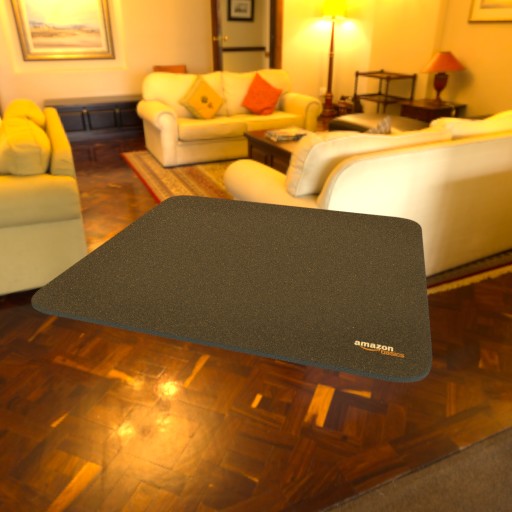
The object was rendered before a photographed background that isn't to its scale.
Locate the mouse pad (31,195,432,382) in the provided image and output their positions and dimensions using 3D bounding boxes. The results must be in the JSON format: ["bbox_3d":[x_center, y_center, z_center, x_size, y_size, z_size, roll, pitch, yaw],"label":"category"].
[{"bbox_3d":[0.000,0.000,0.315,0.229,0.003,0.203,8,28,15],"label":"mouse pad"}]
